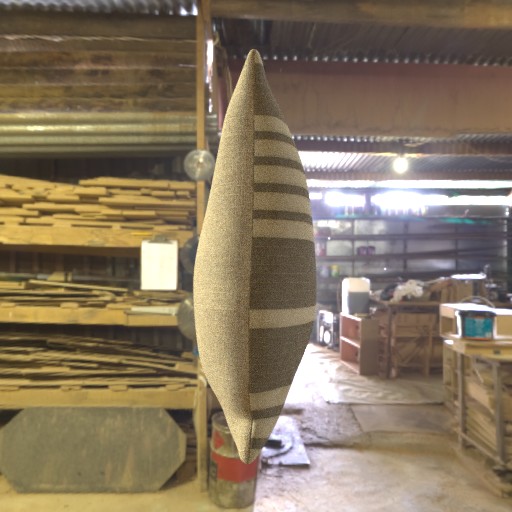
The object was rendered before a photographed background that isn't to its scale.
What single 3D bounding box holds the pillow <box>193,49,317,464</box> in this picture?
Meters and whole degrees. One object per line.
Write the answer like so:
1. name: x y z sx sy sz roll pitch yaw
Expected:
1. pillow: 0.000 0.000 0.678 0.182 0.440 0.439 0 -1 0
